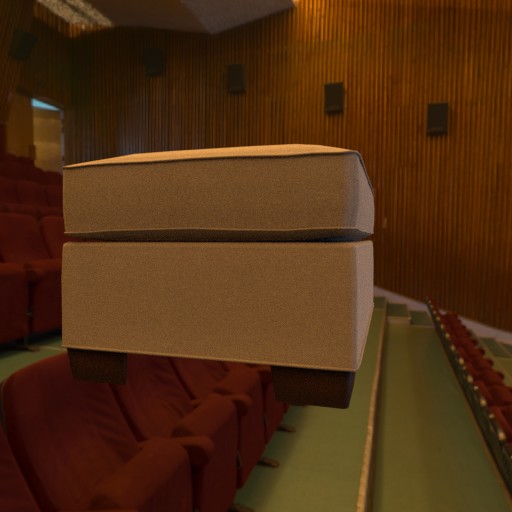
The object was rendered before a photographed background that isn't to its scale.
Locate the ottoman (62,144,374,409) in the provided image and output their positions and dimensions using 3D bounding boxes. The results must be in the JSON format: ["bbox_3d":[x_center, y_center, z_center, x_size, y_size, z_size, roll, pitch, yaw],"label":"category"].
[{"bbox_3d":[0.000,0.000,1.236,0.617,0.503,0.846,1,2,17],"label":"ottoman"}]
